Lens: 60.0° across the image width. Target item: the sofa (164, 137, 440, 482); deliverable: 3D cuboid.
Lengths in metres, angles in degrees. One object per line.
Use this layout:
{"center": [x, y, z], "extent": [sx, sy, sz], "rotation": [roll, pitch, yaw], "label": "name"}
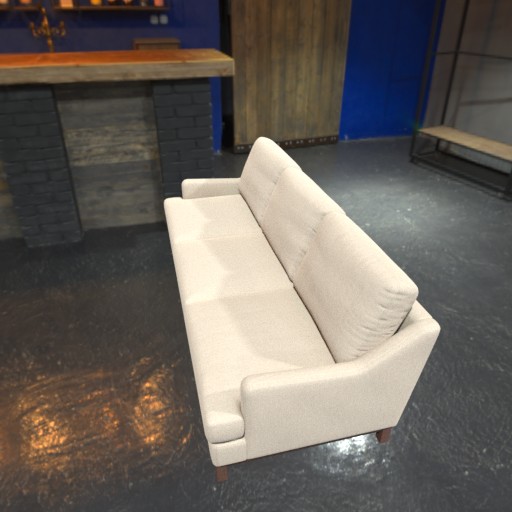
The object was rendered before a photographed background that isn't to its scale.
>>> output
{"center": [0.000, 0.000, 2.787], "extent": [1.000, 0.913, 2.321], "rotation": [-7, 32, -12], "label": "sofa"}
